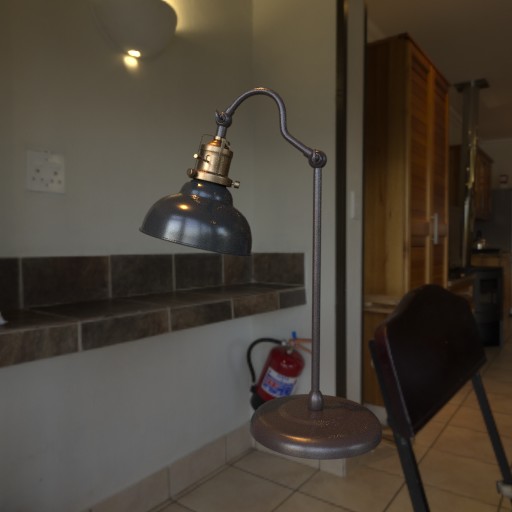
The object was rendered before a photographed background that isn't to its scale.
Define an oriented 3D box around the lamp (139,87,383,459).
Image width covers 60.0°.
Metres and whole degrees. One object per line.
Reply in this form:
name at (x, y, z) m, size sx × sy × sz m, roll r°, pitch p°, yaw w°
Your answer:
lamp at (0.000, 0.000, 0.676) m, size 0.374 × 0.508 × 0.192 m, roll 0°, pitch 1°, yaw 17°
